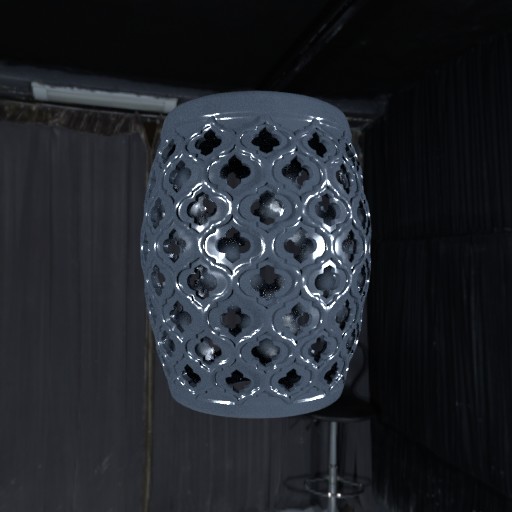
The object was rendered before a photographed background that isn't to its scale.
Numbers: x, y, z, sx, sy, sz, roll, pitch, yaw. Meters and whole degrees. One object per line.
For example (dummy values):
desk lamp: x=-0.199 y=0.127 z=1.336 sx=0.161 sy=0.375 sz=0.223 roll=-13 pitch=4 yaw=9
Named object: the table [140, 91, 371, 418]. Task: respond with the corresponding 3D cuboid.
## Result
table: x=0.000 y=0.000 z=0.644 sx=0.325 sy=0.388 sz=0.325 roll=0 pitch=0 yaw=0
